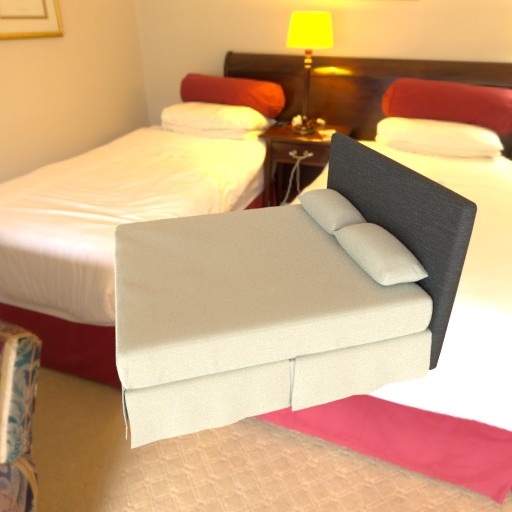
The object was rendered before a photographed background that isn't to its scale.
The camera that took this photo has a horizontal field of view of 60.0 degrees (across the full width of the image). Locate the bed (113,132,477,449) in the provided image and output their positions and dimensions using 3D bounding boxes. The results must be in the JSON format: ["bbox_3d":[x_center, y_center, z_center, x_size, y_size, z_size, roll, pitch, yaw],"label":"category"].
[{"bbox_3d":[0.000,0.000,3.321,2.142,1.330,1.884,-8,30,-14],"label":"bed"}]
